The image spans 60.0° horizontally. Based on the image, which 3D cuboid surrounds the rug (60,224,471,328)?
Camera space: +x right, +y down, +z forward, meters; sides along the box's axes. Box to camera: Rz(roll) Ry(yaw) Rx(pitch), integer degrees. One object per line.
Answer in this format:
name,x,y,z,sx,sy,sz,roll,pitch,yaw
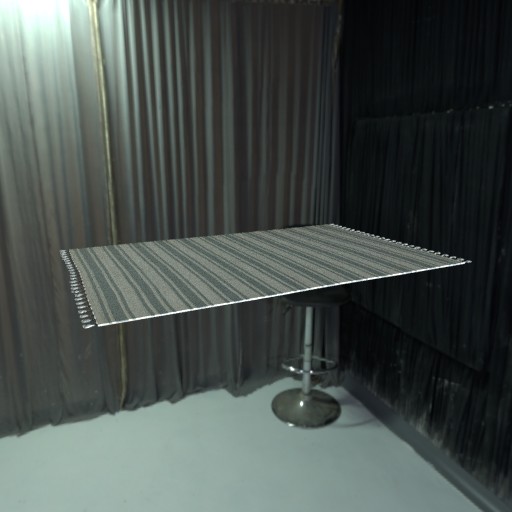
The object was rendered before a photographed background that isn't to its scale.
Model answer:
rug,0.000,0.000,3.058,2.410,0.011,1.539,-7,16,-26
